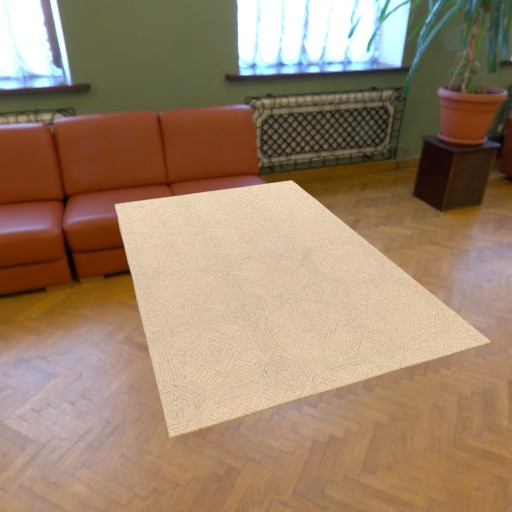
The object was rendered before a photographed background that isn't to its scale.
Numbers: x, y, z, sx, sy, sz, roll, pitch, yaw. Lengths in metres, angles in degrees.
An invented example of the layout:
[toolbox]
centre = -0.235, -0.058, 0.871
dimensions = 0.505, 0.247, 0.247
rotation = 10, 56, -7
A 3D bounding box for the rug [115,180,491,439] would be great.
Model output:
[rug]
centre = 0.000, 0.000, 2.239
dimensions = 1.236, 0.009, 1.839
rotation = -10, 32, -17
